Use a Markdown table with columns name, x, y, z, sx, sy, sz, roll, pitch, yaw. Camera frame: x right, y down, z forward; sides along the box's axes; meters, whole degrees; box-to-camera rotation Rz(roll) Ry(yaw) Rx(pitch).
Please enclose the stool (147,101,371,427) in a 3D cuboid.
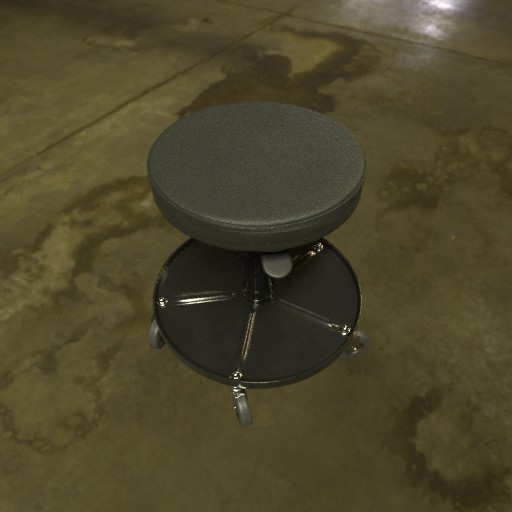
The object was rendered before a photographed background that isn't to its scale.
| name | x | y | z | sx | sy | sz | roll | pitch | yaw |
| --- | --- | --- | --- | --- | --- | --- | --- | --- | --- |
| stool | 0.000 | 0.000 | 0.677 | 0.381 | 0.365 | 0.382 | -9 | 47 | -8 |
